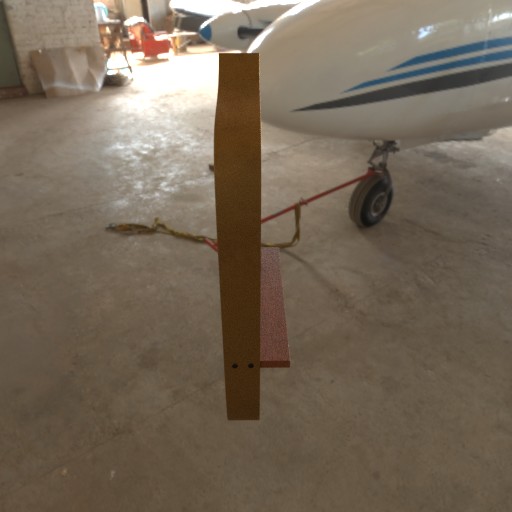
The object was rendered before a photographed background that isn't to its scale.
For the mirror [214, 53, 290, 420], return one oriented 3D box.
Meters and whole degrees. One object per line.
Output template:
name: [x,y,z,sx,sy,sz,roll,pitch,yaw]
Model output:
mirror: [0.000,0.000,0.729,0.096,0.613,0.323,0,32,0]
